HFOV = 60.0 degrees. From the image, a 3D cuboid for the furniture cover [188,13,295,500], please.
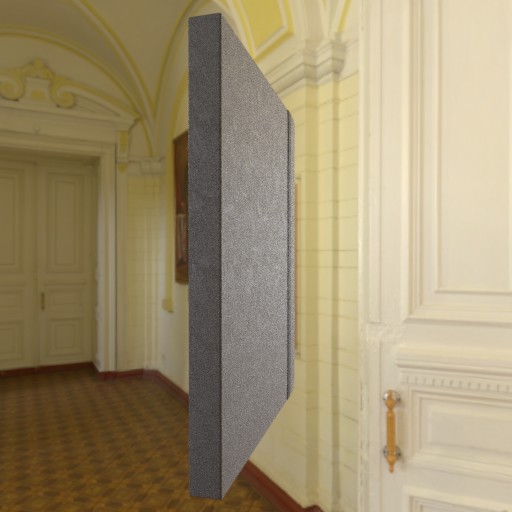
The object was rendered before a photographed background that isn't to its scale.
[{"bbox_3d":[0.000,0.000,0.360,0.023,0.281,0.216,0,1,16],"label":"furniture cover"}]
